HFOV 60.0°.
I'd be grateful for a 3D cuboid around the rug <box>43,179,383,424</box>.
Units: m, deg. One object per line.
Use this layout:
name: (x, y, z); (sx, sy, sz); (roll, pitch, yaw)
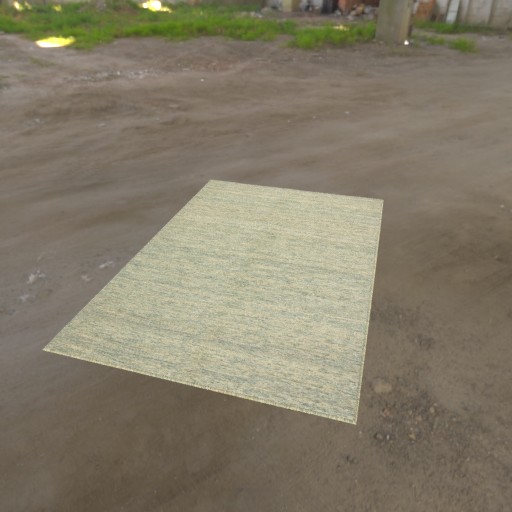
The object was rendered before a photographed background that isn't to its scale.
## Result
rug: (0.000, 0.000, 2.388); (1.250, 0.015, 1.850); (9, 33, 14)
